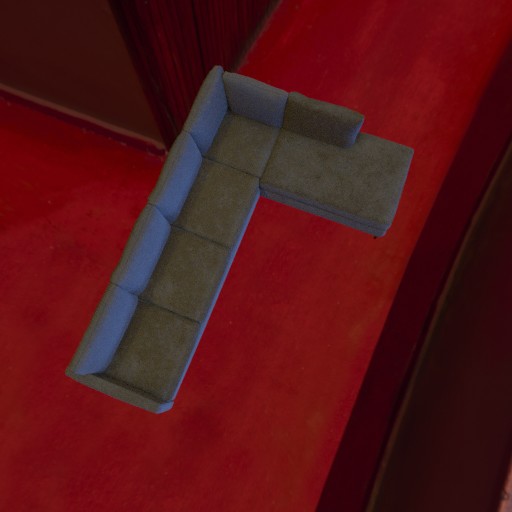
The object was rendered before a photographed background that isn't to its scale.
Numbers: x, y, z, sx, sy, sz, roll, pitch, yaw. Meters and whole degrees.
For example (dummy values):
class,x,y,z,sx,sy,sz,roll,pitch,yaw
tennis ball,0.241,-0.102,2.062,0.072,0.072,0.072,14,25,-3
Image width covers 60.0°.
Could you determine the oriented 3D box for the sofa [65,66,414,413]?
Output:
class,x,y,z,sx,sy,sz,roll,pitch,yaw
sofa,0.000,0.000,3.206,1.707,0.687,2.486,20,76,5
